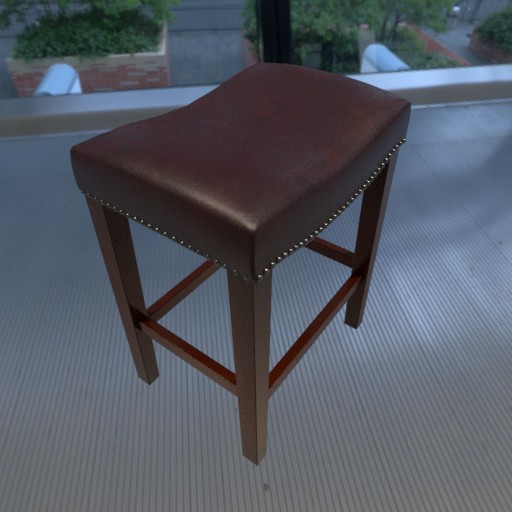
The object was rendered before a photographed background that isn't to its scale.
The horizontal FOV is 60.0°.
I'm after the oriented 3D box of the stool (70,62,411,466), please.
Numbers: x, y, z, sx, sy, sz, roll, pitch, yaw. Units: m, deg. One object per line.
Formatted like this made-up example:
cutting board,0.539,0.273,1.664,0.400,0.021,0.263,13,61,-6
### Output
stool,0.000,0.000,0.949,0.372,0.657,0.504,26,48,27
